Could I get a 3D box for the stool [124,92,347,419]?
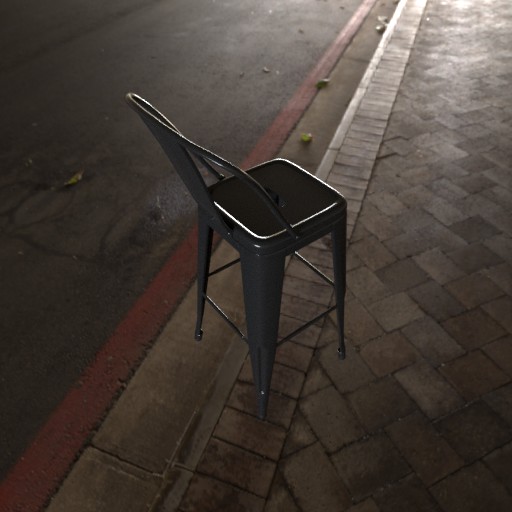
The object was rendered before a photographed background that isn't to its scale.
[{"bbox_3d":[0.000,0.000,1.319,0.528,1.022,0.432,-27,49,-27],"label":"stool"}]
